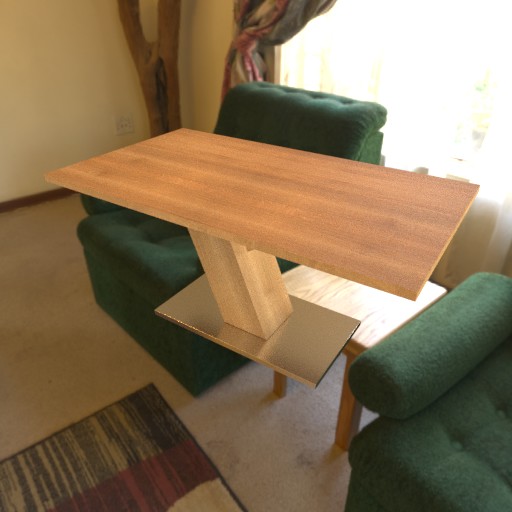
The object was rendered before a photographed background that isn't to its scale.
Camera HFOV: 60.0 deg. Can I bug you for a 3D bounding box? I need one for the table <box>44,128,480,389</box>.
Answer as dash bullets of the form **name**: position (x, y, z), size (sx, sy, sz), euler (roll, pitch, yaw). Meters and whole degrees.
- **table**: position (0.000, 0.000, 2.052), size (1.600, 0.750, 0.900), euler (19, 35, 28)
